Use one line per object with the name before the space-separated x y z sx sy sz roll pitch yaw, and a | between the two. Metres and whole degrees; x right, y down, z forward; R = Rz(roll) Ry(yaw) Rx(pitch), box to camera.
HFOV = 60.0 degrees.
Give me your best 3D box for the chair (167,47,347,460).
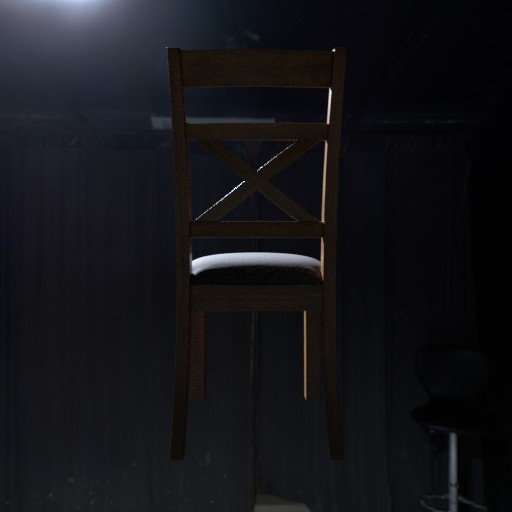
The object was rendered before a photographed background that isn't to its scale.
chair | 0.000 0.000 1.269 0.470 0.949 0.581 0 -2 -1
